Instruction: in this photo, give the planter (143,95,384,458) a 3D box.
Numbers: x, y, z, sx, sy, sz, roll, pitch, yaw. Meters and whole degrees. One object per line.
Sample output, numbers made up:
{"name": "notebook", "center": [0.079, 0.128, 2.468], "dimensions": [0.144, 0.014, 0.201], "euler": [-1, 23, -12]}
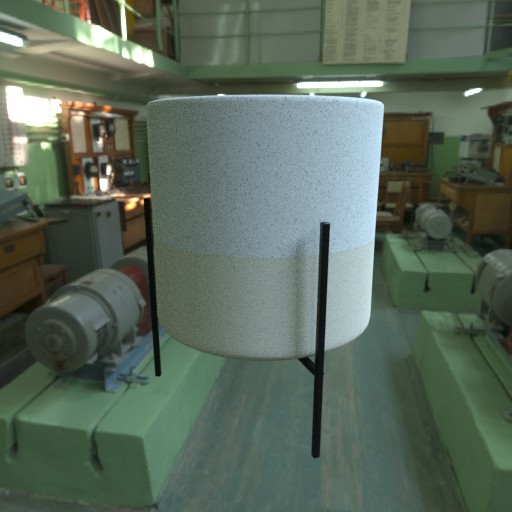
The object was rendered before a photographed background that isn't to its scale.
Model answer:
{"name": "planter", "center": [0.000, 0.000, 0.650], "dimensions": [0.335, 0.423, 0.313], "euler": [2, 15, 8]}
